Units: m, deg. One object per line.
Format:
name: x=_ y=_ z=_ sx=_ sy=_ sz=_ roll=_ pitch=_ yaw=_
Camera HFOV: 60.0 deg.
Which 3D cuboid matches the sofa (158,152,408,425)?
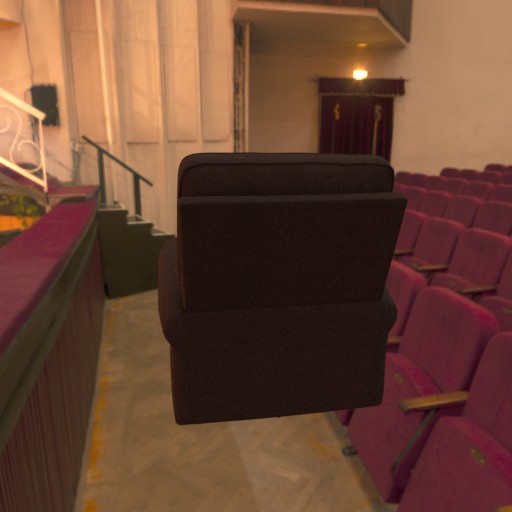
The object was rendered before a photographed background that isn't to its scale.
sofa: x=0.000 y=0.000 z=2.046 sx=0.880 sy=0.959 sz=1.478 roll=-2 pitch=15 yaw=-9
